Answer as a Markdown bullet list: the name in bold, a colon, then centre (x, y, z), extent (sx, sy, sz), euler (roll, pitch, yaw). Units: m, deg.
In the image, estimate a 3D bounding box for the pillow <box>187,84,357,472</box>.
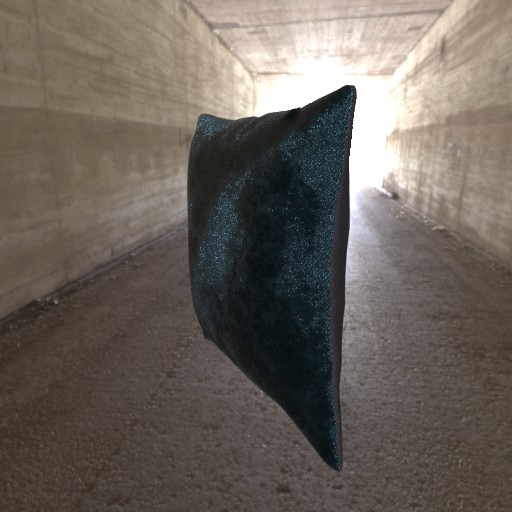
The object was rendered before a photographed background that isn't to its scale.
- **pillow**: centre (0.000, 0.000, 0.646), extent (0.138, 0.430, 0.436), euler (-7, 16, -26)
